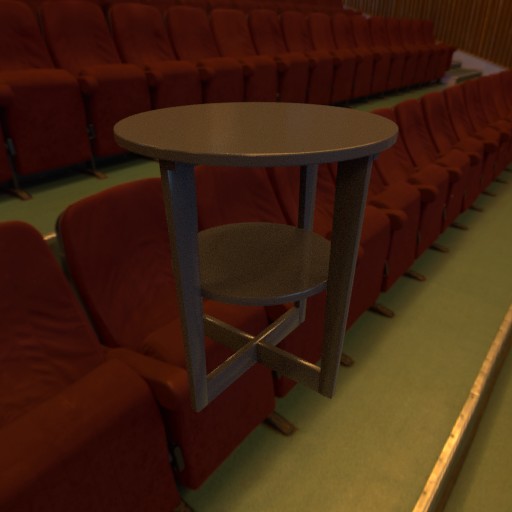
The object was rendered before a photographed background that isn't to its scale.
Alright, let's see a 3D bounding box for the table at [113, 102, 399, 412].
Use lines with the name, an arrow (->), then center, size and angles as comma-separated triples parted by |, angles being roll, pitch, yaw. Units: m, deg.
table -> 0.000, 0.000, 0.930 | 0.500, 0.550, 0.500 | 0, 27, 0
